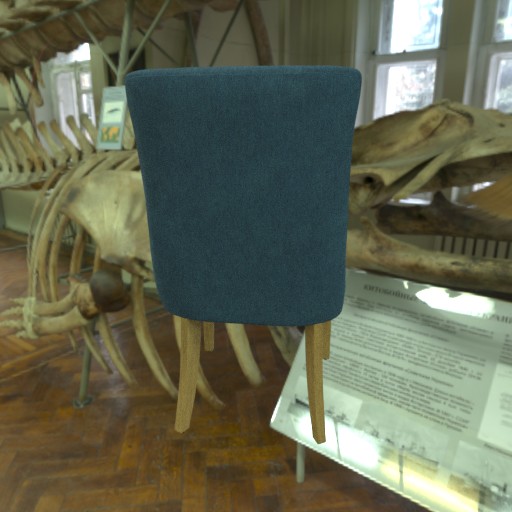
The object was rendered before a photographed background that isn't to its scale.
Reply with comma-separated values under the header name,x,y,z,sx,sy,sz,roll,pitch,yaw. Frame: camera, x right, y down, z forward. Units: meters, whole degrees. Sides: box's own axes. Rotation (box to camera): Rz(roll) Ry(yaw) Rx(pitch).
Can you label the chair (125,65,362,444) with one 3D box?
name,x,y,z,sx,sy,sz,roll,pitch,yaw
chair,0.000,0.000,1.225,0.495,0.902,0.609,2,16,7
